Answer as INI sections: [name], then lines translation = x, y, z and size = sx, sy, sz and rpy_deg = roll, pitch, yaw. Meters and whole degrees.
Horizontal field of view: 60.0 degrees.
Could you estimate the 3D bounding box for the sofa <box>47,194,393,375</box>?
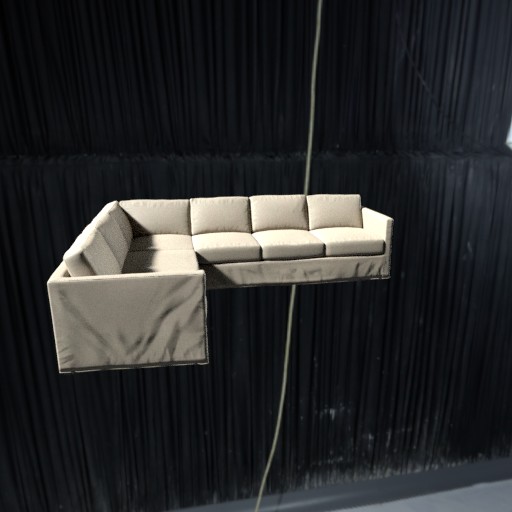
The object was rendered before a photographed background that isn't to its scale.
[sofa]
translation = 0.000, 0.000, 4.304
size = 3.182, 0.871, 2.432
rpy_deg = -3, 16, -11
